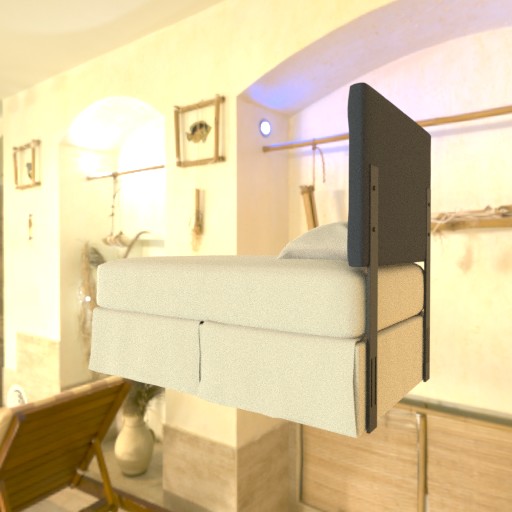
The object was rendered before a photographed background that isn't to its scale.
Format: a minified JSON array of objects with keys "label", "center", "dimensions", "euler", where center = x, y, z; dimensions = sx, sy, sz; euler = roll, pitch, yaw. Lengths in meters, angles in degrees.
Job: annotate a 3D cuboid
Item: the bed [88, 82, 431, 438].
[{"label":"bed","center":[0.000,0.000,2.968],"dimensions":[1.997,1.571,1.261],"euler":[1,1,35]}]
